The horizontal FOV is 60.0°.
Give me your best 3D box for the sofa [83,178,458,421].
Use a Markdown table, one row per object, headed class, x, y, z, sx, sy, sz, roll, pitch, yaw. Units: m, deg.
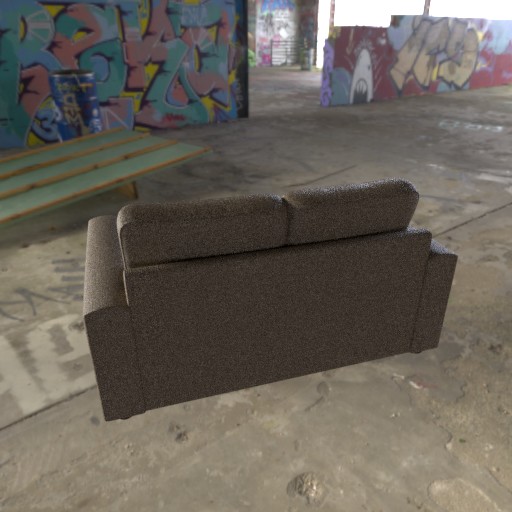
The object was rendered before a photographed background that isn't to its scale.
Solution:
| class | x | y | z | sx | sy | sz | roll | pitch | yaw |
| --- | --- | --- | --- | --- | --- | --- | --- | --- | --- |
| sofa | 0.000 | 0.000 | 2.270 | 1.616 | 0.873 | 1.016 | -8 | 28 | -16 |
